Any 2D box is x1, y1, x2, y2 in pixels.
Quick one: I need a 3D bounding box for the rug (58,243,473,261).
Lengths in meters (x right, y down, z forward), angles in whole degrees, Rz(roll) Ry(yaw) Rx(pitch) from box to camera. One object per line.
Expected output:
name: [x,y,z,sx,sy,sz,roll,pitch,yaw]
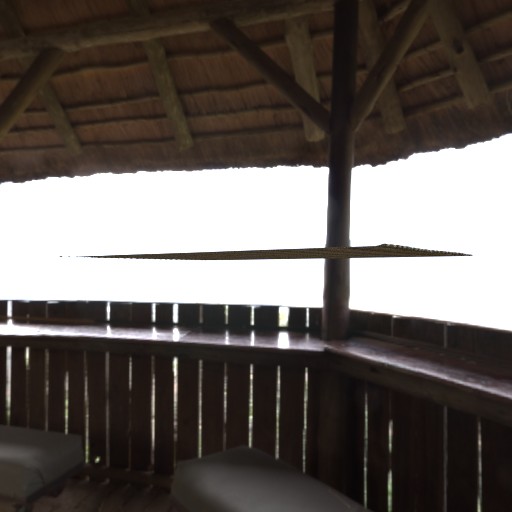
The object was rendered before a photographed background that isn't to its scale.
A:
rug: [0.000,0.000,2.320,1.875,0.013,1.162,-1,-2,37]
